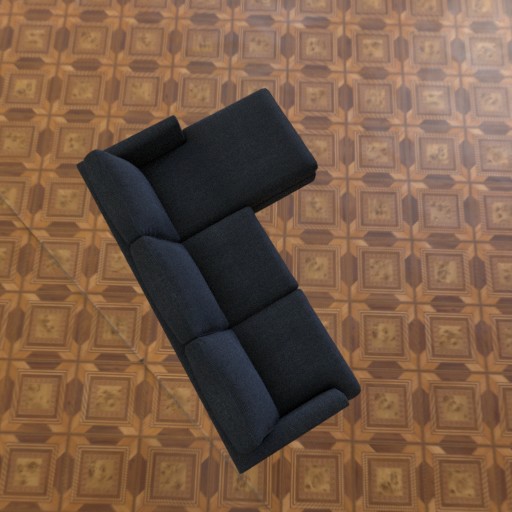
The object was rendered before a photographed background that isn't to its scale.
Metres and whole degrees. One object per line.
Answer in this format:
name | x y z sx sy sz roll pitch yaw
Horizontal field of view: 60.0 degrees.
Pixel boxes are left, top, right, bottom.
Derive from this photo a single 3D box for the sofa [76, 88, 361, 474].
sofa | 0.000 0.000 3.034 1.504 0.956 2.233 -30 78 -7
